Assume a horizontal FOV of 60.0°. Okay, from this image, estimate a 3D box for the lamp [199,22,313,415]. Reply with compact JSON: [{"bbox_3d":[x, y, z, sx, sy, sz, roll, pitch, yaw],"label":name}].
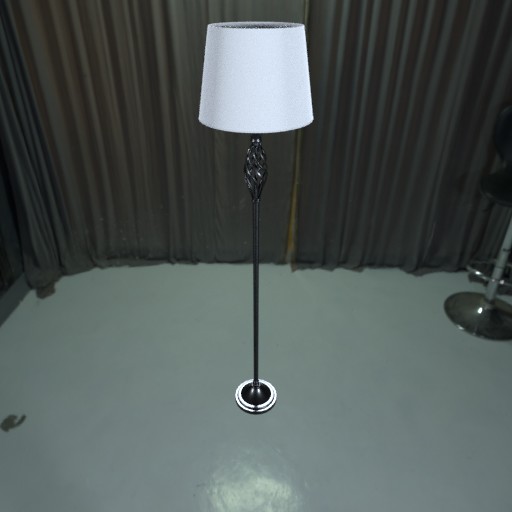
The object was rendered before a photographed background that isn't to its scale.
[{"bbox_3d":[0.000,0.000,1.752,0.379,1.623,0.379,0,31,0],"label":"lamp"}]
